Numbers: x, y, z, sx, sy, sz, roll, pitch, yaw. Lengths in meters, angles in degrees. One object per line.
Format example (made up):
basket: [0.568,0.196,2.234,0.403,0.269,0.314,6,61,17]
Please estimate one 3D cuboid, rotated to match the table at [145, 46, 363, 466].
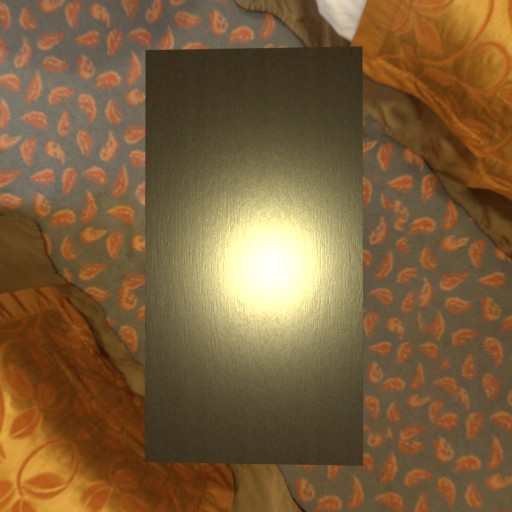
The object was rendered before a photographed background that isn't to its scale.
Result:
table: [0.000,0.000,1.383,0.574,0.435,1.095,0,90,2]
